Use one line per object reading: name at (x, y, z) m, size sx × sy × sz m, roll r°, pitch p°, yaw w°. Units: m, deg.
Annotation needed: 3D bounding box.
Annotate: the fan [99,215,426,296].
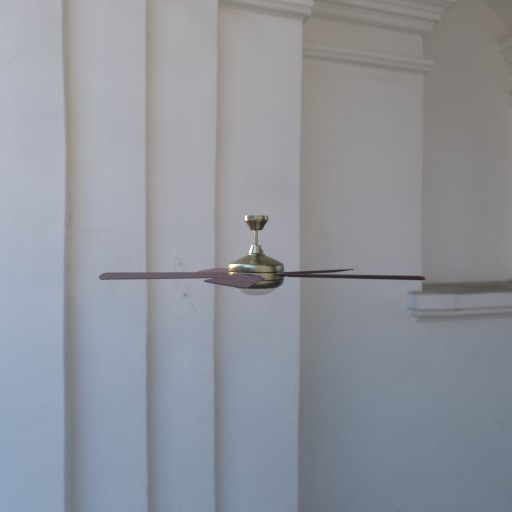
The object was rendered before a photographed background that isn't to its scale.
fan at (0.000, 0.000, 1.982) m, size 1.321 × 0.356 × 1.321 m, roll 0°, pitch 0°, yaw -1°
